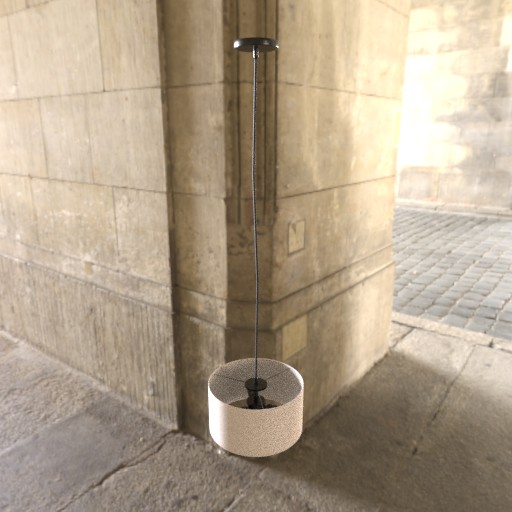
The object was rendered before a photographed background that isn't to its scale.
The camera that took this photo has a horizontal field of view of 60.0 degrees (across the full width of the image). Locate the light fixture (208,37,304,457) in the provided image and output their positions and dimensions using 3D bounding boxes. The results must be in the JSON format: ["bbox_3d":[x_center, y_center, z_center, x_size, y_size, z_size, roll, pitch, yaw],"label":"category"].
[{"bbox_3d":[0.000,0.000,1.715,0.399,1.516,0.399,0,16,0],"label":"light fixture"}]
